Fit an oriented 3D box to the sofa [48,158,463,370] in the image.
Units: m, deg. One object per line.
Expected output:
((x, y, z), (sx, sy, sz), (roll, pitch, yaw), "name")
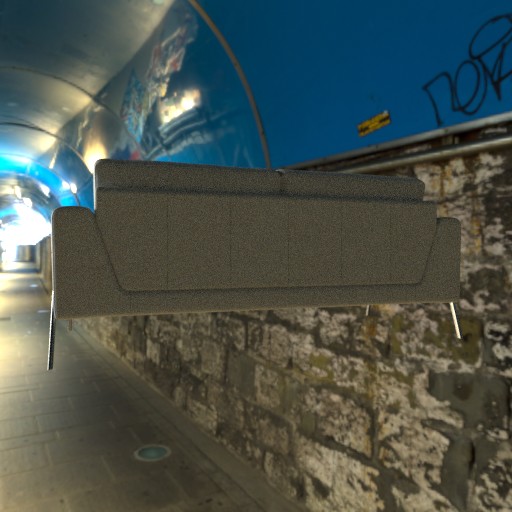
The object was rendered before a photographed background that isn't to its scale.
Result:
((0.000, 0.000, 2.480), (2.017, 0.875, 0.953), (0, 1, -18), "sofa")
